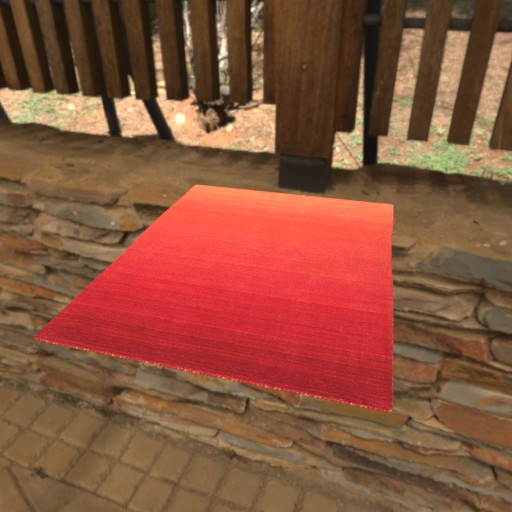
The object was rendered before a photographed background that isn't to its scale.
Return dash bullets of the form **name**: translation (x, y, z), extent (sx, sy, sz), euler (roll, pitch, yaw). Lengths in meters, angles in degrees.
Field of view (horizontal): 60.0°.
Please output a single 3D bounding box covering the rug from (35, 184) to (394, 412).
- **rug**: translation (0.000, 0.000, 3.907), extent (2.340, 0.028, 2.905), euler (8, 31, 13)
